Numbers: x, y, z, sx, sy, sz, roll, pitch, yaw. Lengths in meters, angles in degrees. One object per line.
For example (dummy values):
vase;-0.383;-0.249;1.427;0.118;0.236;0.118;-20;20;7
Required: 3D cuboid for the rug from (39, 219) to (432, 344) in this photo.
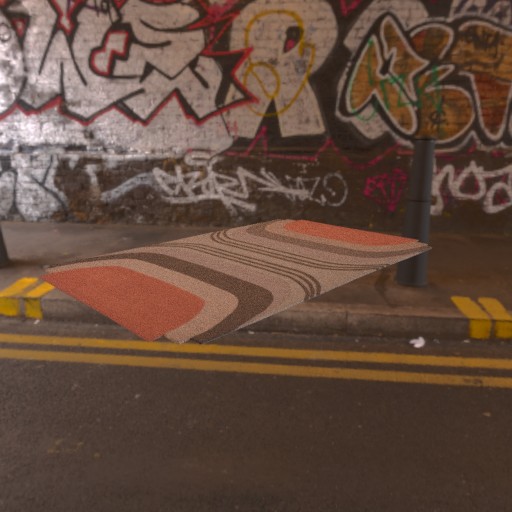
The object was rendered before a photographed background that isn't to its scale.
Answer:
rug;0.000;0.000;3.050;1.530;0.017;2.446;15;22;43
